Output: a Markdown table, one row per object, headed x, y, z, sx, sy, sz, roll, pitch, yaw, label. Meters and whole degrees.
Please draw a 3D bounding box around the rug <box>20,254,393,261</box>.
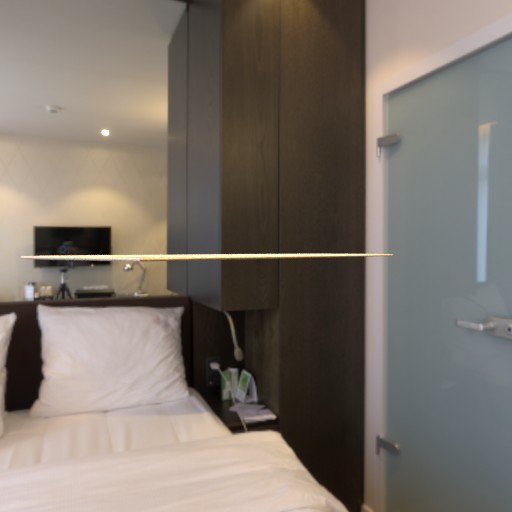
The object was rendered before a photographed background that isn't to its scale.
| x | y | z | sx | sy | sz | roll | pitch | yaw | label |
| --- | --- | --- | --- | --- | --- | --- | --- | --- | --- |
| 0.000 | 0.000 | 2.718 | 0.855 | 0.017 | 2.452 | 0 | 1 | 36 | rug |
